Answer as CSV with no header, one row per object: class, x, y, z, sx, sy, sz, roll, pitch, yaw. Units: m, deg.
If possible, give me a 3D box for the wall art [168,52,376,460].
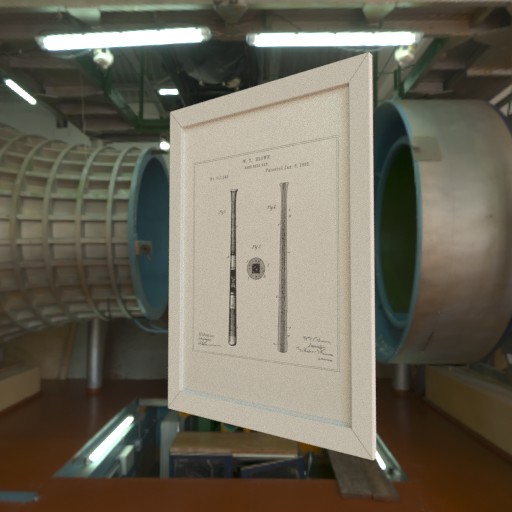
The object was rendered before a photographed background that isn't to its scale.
wall art,0.000,0.000,0.686,0.374,0.529,0.012,-2,-3,35
